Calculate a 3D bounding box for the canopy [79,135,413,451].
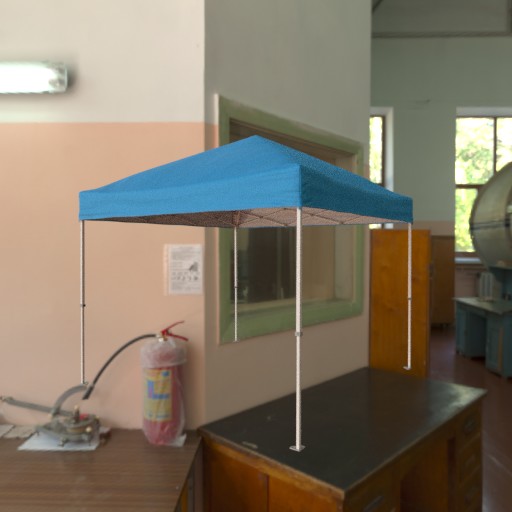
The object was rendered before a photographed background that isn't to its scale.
[{"bbox_3d":[0.000,0.000,5.526,2.998,2.997,2.996,1,1,36],"label":"canopy"}]
